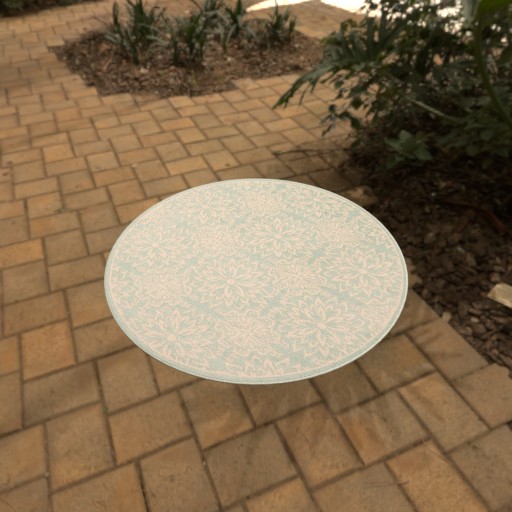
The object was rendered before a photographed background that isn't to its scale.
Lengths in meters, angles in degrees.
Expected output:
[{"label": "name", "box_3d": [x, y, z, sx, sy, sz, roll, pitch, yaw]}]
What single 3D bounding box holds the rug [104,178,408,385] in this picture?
[{"label": "rug", "box_3d": [0.000, 0.000, 2.398, 1.593, 0.012, 1.593, 0, 41, 0]}]
